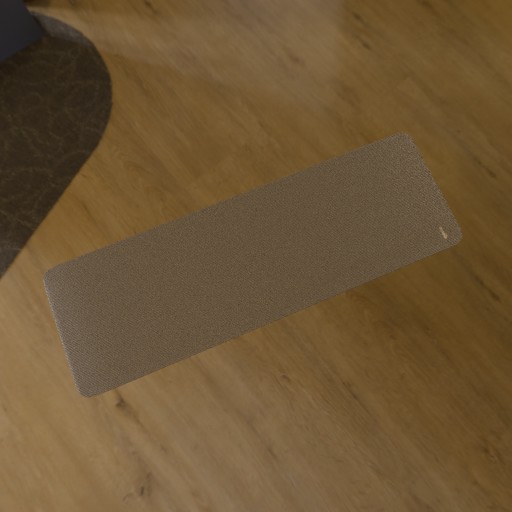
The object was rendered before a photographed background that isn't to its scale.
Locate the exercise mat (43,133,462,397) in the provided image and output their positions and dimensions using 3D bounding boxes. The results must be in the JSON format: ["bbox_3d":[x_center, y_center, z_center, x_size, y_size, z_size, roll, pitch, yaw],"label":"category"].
[{"bbox_3d":[0.000,0.000,2.048,1.884,0.021,0.616,-22,77,-5],"label":"exercise mat"}]
